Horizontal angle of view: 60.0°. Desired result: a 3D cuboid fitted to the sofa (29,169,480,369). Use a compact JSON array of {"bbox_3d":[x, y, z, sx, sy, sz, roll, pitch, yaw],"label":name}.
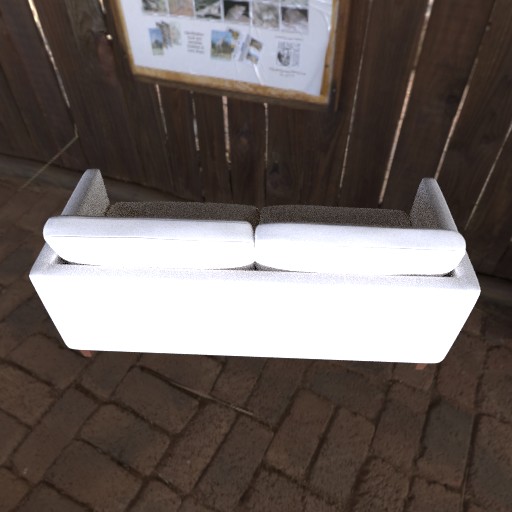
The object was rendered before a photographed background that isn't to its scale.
[{"bbox_3d":[0.000,0.000,2.554,2.139,0.933,0.924,2,45,2],"label":"sofa"}]
